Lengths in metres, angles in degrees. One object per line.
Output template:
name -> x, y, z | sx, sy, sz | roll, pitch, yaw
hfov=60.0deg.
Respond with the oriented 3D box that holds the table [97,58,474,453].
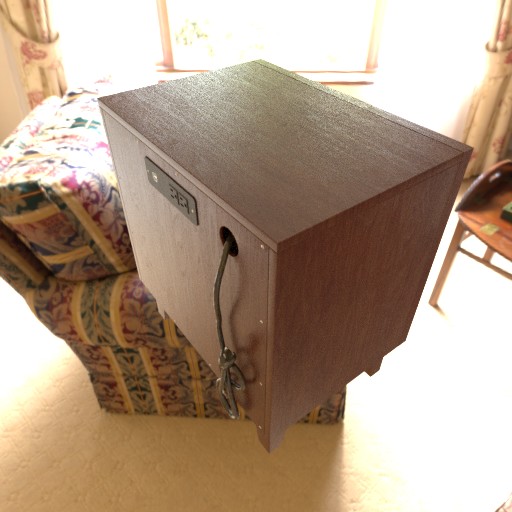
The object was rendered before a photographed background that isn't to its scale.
table -> 0.000, 0.000, 0.970 | 0.449, 0.609, 0.557 | -26, 47, -27
